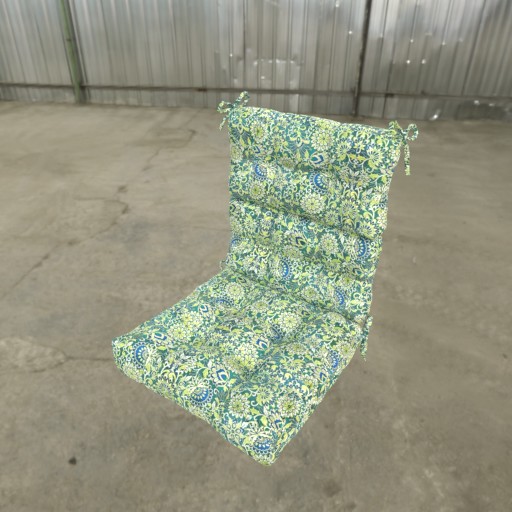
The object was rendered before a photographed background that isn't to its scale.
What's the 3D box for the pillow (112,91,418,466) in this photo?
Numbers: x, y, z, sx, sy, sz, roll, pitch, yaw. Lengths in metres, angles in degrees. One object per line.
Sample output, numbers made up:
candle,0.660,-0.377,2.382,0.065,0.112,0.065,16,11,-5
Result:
pillow,0.000,0.000,1.035,0.519,0.605,0.571,21,37,30
